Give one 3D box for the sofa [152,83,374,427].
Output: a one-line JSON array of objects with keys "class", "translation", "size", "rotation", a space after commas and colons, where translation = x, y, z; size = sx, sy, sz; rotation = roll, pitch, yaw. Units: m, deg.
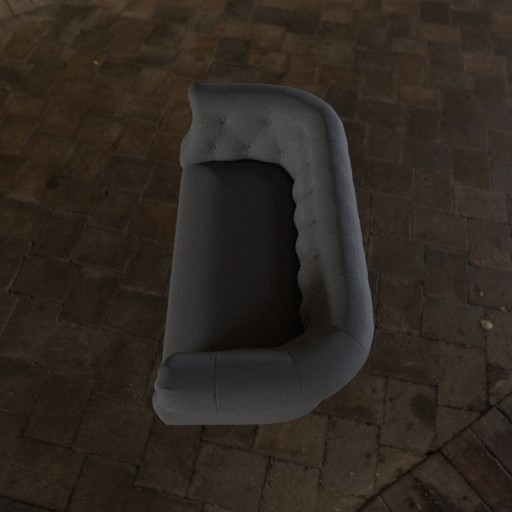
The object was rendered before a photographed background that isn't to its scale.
[{"class": "sofa", "translation": [0.000, 0.000, 2.085], "size": [0.835, 0.827, 1.558], "rotation": [0, 59, 0]}]
